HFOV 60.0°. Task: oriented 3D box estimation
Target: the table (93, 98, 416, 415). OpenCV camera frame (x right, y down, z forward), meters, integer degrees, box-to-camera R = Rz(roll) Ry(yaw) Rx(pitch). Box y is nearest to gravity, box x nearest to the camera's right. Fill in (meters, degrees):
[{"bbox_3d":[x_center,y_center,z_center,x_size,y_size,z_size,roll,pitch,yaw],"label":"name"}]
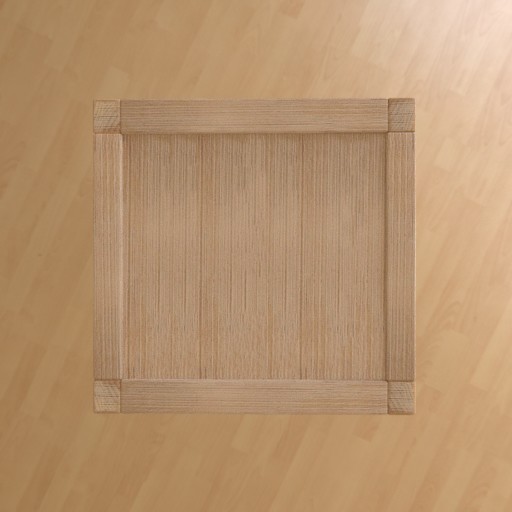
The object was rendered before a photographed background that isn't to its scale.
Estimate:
[{"bbox_3d":[0.000,0.000,1.069,0.559,0.610,0.558,0,90,1],"label":"table"}]
